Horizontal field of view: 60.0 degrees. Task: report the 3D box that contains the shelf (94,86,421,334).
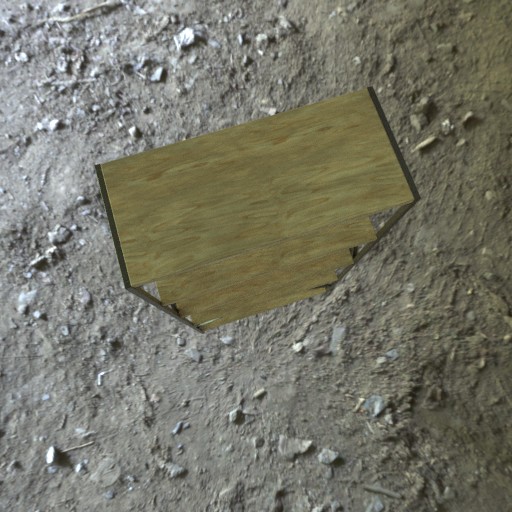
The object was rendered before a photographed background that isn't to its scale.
[{"bbox_3d":[0.000,0.000,2.162,0.874,1.803,0.386,-17,77,-4],"label":"shelf"}]
